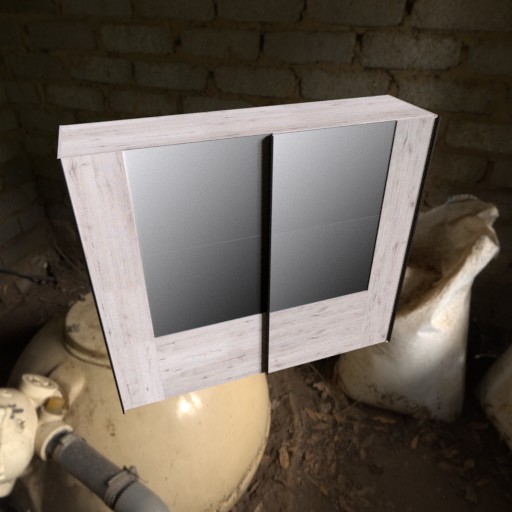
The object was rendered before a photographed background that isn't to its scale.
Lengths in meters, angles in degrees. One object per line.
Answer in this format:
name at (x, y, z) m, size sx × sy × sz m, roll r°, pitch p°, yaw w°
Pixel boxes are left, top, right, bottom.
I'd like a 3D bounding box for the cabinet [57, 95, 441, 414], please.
cabinet at (0.000, 0.000, 3.591) m, size 2.500 × 2.180 × 0.660 m, roll -11°, pitch 35°, yaw -16°
